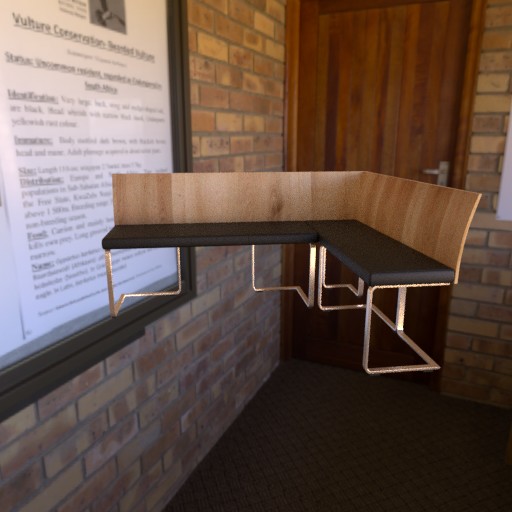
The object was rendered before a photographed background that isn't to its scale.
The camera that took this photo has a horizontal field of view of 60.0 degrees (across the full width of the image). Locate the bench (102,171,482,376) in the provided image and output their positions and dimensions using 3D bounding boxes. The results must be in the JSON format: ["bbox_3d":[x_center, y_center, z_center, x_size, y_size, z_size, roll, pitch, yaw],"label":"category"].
[{"bbox_3d":[0.000,0.000,2.795,1.945,0.930,1.495,-2,15,-7],"label":"bench"}]
